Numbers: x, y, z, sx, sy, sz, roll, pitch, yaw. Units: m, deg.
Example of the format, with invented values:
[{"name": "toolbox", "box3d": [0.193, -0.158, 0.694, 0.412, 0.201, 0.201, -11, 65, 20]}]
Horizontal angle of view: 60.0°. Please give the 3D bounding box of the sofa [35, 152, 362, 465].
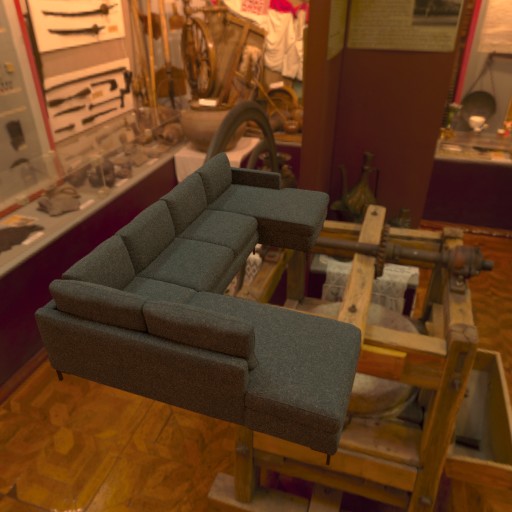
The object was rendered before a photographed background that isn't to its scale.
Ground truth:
[{"name": "sofa", "box3d": [0.000, 0.000, 3.807, 2.007, 0.813, 2.956, 10, 33, 16]}]
